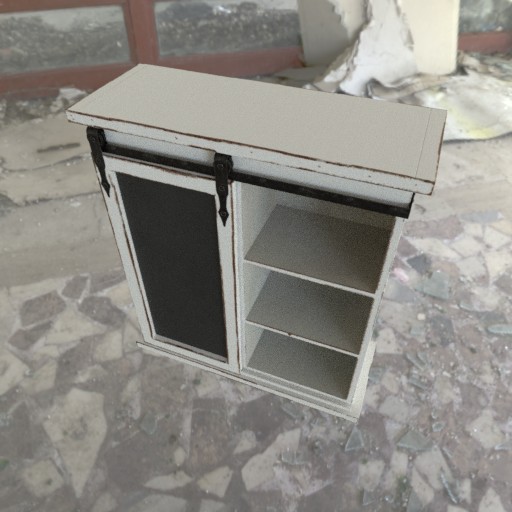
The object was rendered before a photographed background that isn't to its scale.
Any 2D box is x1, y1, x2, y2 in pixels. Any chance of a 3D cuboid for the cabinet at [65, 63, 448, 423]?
[{"bbox_3d":[0.000,0.000,0.876,0.541,0.603,0.210,15,45,15],"label":"cabinet"}]
